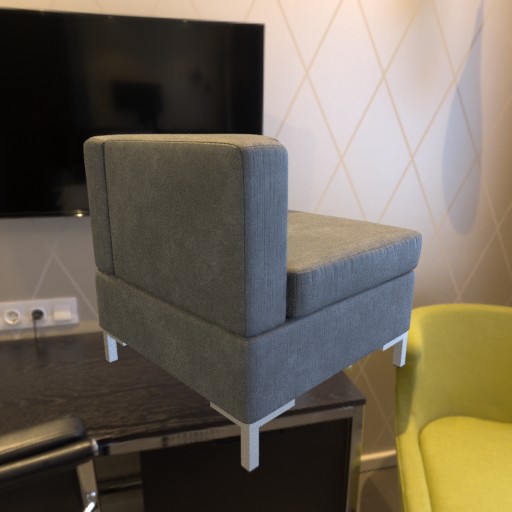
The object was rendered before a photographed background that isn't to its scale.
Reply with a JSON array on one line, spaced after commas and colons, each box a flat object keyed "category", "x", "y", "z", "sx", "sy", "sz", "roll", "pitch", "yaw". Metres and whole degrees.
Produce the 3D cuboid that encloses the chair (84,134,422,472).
[{"category": "chair", "x": 0.000, "y": 0.000, "z": 1.245, "sx": 0.680, "sy": 0.660, "sz": 0.680, "roll": -14, "pitch": 21, "yaw": -42}]
